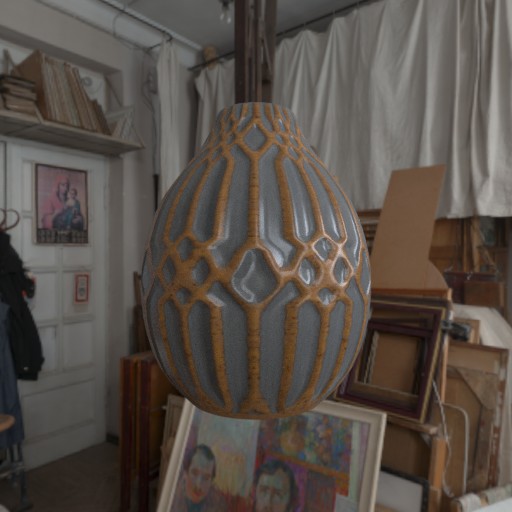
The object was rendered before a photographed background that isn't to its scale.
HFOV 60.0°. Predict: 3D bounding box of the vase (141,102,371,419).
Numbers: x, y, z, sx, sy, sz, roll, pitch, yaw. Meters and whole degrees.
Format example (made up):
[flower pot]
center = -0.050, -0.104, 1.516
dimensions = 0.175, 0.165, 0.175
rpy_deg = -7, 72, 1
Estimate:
[vase]
center = 0.000, 0.000, 0.137
dimensions = 0.069, 0.088, 0.069
rpy_deg = 0, 0, 0
